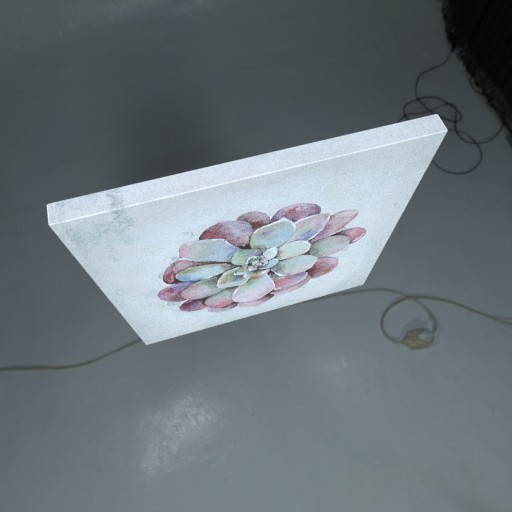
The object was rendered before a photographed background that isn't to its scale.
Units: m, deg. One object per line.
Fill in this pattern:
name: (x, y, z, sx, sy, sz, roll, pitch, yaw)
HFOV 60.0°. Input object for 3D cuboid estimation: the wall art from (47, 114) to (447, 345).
wall art: (0.000, 0.000, 0.925, 0.605, 0.605, 0.044, -15, 64, -7)
